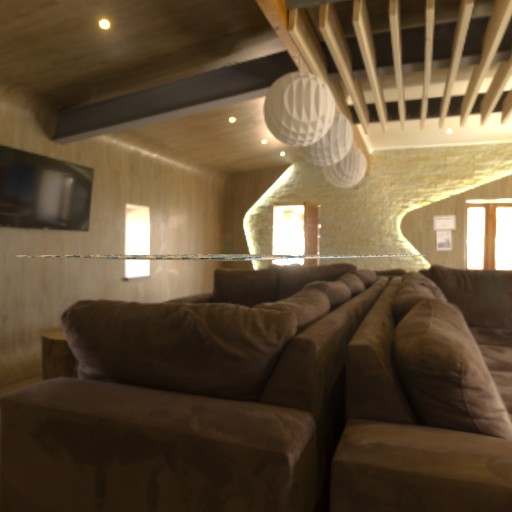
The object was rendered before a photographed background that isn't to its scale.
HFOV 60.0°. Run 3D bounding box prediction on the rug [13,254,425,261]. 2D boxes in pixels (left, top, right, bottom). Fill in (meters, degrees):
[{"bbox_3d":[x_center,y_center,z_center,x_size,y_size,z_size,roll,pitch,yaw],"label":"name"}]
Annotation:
[{"bbox_3d":[0.000,0.000,2.262,1.209,0.011,1.830,0,1,35],"label":"rug"}]
